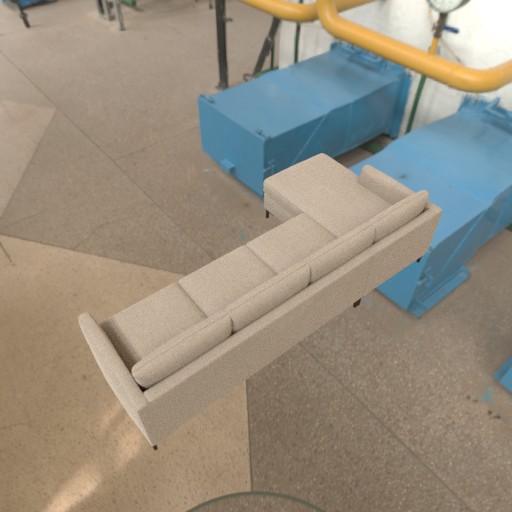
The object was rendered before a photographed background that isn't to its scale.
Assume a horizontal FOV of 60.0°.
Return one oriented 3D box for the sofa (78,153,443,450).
[{"bbox_3d":[0.000,0.000,3.674,2.923,0.816,1.469,-29,53,-25],"label":"sofa"}]
